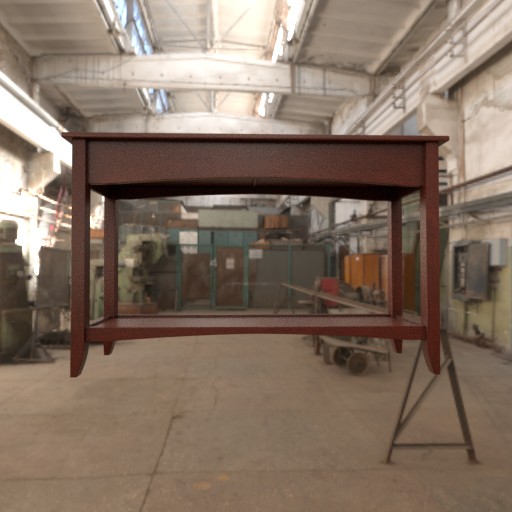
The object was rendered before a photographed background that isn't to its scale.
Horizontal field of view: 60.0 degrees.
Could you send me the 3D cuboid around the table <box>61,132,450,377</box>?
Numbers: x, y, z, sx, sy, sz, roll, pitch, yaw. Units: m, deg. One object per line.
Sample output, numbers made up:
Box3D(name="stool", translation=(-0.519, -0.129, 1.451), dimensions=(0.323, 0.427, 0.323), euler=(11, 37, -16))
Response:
Box3D(name="table", translation=(0.000, 0.000, 1.541), dimensions=(1.188, 0.739, 0.392), euler=(0, -1, -2))
